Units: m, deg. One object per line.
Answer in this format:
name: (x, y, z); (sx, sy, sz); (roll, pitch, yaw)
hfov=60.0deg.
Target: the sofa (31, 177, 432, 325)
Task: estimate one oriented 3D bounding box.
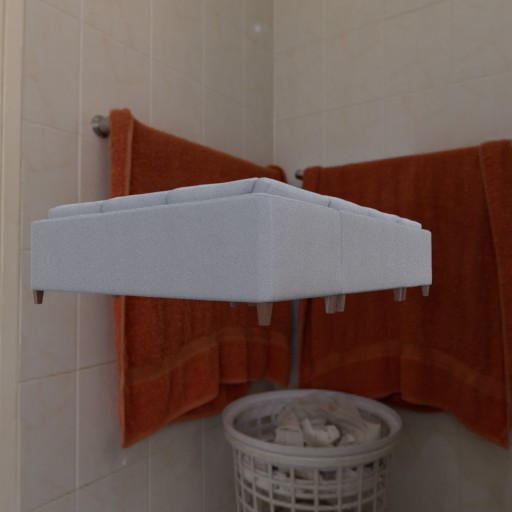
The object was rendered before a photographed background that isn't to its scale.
sofa: (0.000, 0.000, 4.373); (2.551, 0.853, 3.238); (-1, -2, 36)
